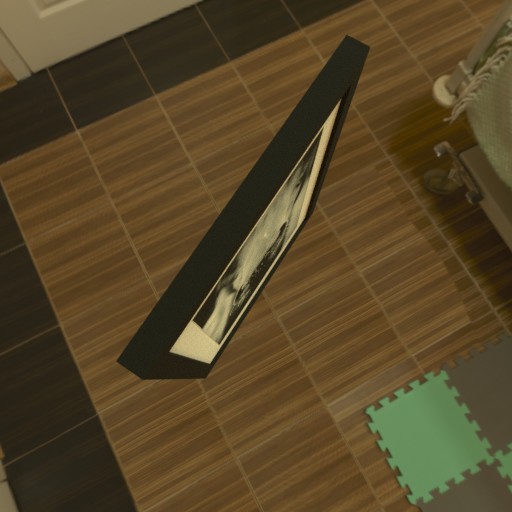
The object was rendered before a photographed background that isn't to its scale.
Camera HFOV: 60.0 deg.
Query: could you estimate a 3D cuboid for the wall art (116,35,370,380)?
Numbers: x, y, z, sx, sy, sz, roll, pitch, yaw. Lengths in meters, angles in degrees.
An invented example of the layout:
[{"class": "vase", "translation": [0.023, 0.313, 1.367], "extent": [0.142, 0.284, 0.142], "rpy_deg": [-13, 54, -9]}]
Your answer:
[{"class": "wall art", "translation": [0.000, 0.000, 0.752], "extent": [0.033, 0.559, 0.457], "rpy_deg": [32, 77, 8]}]
